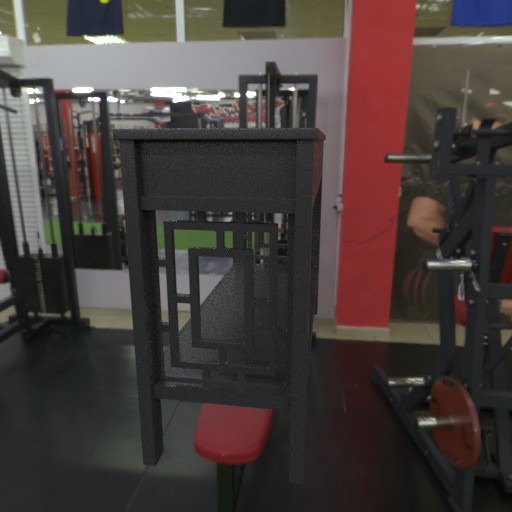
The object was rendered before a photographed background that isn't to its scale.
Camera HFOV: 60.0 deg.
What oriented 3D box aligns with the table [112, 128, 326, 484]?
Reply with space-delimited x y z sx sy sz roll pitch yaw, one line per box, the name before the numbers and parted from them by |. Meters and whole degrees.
table | 0.000 0.000 1.410 0.397 0.753 1.068 2 15 9
